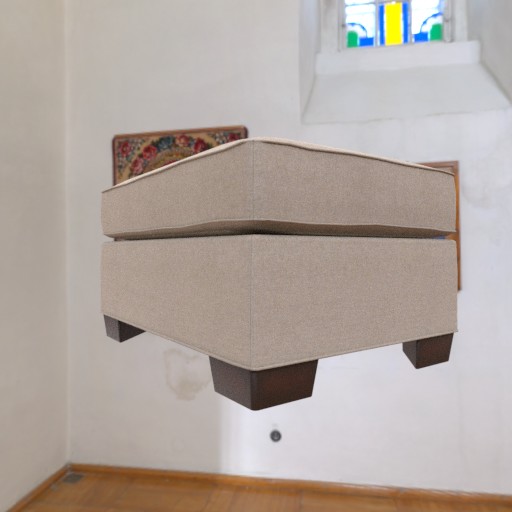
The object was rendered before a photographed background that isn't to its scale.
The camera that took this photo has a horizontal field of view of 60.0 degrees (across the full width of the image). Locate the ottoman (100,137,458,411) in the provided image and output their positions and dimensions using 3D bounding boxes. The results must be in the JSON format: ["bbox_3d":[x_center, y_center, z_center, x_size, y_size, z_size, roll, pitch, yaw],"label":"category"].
[{"bbox_3d":[0.000,0.000,1.223,0.617,0.503,0.846,-1,1,-36],"label":"ottoman"}]
